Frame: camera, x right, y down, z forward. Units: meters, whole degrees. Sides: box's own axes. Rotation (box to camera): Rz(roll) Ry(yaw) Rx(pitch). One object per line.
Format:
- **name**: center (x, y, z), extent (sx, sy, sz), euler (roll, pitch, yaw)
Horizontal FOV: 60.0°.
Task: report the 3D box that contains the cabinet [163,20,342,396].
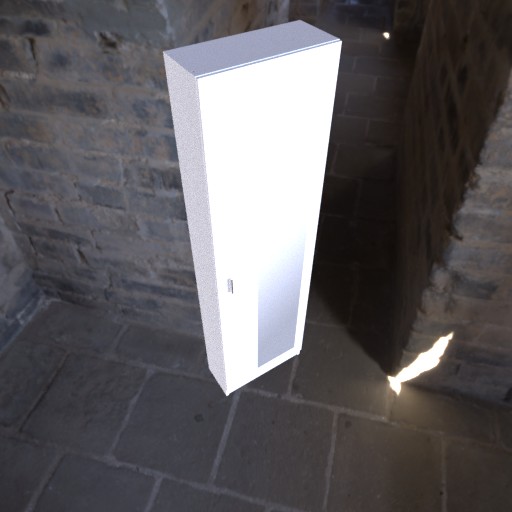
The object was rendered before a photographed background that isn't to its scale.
- **cabinet**: center (0.000, 0.000, 1.965), extent (0.500, 1.790, 0.230), euler (-25, 50, -22)
